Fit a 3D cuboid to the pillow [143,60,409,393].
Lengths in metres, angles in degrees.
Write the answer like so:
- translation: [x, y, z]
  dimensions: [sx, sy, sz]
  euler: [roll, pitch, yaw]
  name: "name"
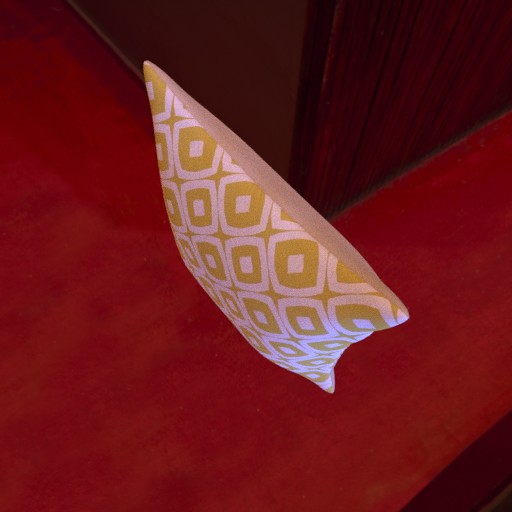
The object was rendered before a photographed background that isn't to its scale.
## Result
- translation: [0.000, 0.000, 0.772]
  dimensions: [0.188, 0.494, 0.504]
  euler: [-37, 69, -16]
  name: "pillow"
